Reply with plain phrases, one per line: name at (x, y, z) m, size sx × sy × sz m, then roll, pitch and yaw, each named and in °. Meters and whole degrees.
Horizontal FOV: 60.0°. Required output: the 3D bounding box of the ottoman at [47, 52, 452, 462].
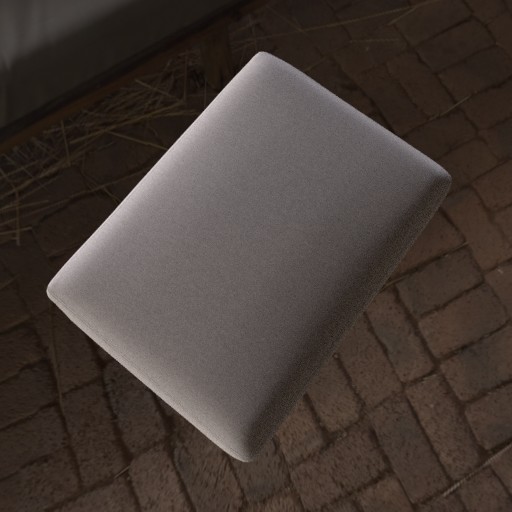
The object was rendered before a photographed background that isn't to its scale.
ottoman at (0.000, 0.000, 1.143) m, size 0.574 × 0.497 × 0.773 m, roll 37°, pitch 79°, yaw 8°
